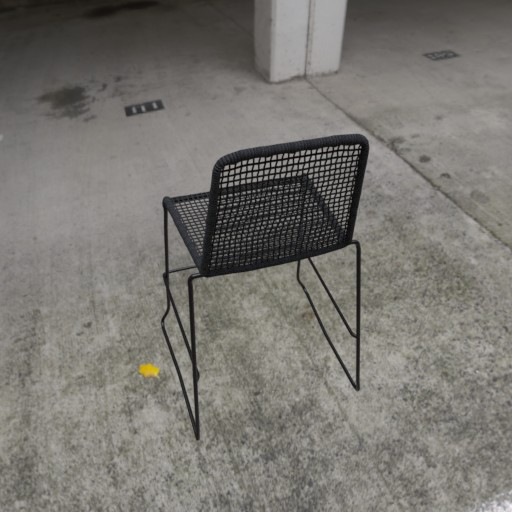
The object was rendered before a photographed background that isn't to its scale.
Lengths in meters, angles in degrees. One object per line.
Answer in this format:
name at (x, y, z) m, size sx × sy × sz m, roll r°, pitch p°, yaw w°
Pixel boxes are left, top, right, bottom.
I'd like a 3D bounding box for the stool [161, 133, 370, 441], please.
stool at (0.000, 0.000, 1.268) m, size 0.590 × 0.905 × 0.509 m, roll -12°, pitch 41°, yaw -14°
